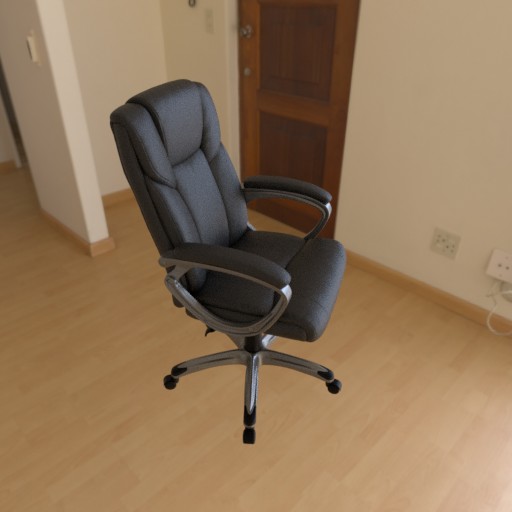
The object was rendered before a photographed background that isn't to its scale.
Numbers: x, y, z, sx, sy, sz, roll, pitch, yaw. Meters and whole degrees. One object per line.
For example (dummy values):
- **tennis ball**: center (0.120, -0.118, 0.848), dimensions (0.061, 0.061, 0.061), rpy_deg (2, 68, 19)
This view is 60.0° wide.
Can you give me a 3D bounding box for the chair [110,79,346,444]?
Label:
- **chair**: center (0.000, 0.000, 1.586), dimensions (0.719, 1.130, 0.721), rpy_deg (11, 33, 18)
